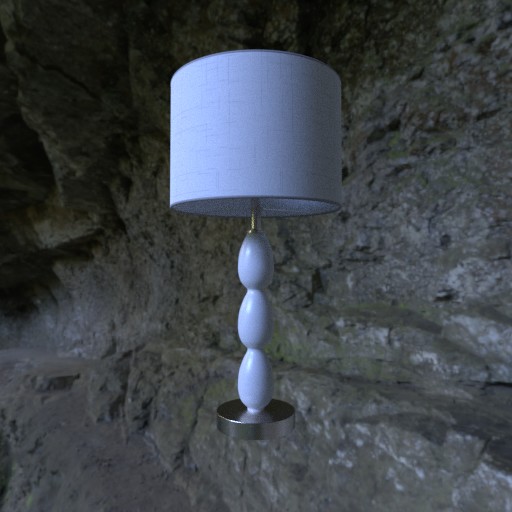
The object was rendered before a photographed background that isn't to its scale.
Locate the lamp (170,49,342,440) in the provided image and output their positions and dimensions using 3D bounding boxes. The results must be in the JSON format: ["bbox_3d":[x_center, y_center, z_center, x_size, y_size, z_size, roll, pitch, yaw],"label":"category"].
[{"bbox_3d":[0.000,0.000,0.738,0.282,0.559,0.280,0,-1,0],"label":"lamp"}]
